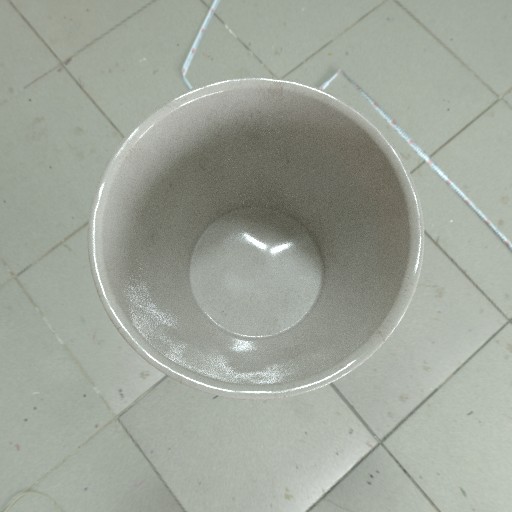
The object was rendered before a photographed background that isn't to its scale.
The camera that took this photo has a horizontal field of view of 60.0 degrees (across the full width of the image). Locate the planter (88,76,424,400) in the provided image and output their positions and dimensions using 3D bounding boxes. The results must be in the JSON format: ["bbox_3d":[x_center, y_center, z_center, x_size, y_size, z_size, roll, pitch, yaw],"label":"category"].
[{"bbox_3d":[0.000,0.000,0.449,0.260,0.220,0.260,0,77,0],"label":"planter"}]
